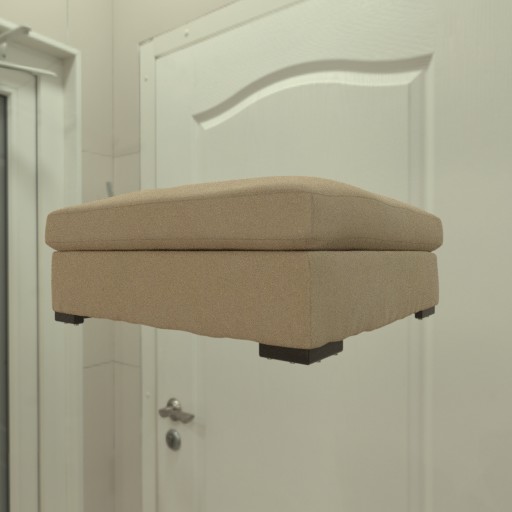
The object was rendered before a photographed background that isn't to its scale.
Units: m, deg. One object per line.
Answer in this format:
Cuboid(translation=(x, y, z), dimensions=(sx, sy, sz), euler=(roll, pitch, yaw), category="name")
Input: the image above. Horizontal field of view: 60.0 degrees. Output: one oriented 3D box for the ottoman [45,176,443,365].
Cuboid(translation=(0.000, 0.000, 1.837), dimensions=(1.205, 0.522, 1.190), euler=(0, 1, 37), category="ottoman")
